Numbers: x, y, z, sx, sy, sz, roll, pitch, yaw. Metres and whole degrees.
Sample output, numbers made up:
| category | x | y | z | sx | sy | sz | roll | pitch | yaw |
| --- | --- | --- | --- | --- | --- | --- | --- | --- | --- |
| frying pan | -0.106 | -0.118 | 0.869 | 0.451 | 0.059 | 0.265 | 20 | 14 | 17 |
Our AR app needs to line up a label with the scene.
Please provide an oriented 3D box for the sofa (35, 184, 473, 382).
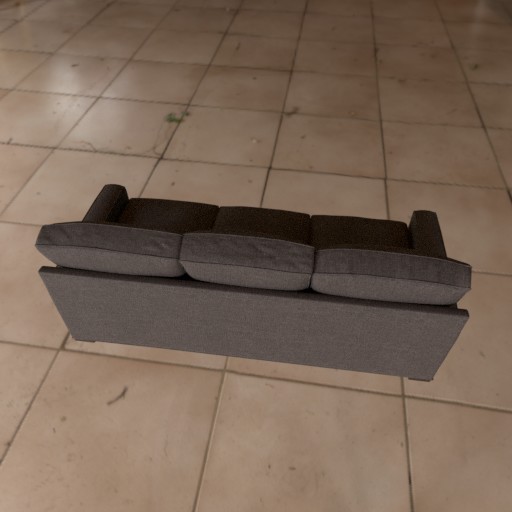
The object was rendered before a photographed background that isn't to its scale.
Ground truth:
| category | x | y | z | sx | sy | sz | roll | pitch | yaw |
| --- | --- | --- | --- | --- | --- | --- | --- | --- | --- |
| sofa | 0.000 | 0.000 | 2.877 | 2.369 | 0.978 | 1.004 | 6 | 47 | 5 |
